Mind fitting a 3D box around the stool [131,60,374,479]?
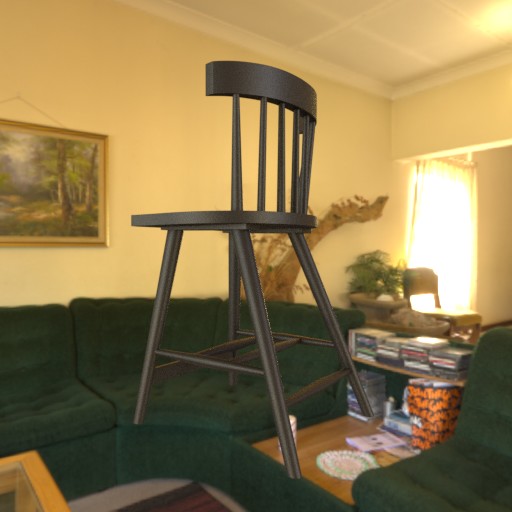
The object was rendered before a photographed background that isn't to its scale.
[{"bbox_3d":[0.000,0.000,1.289,0.549,0.953,0.494,1,1,35],"label":"stool"}]
